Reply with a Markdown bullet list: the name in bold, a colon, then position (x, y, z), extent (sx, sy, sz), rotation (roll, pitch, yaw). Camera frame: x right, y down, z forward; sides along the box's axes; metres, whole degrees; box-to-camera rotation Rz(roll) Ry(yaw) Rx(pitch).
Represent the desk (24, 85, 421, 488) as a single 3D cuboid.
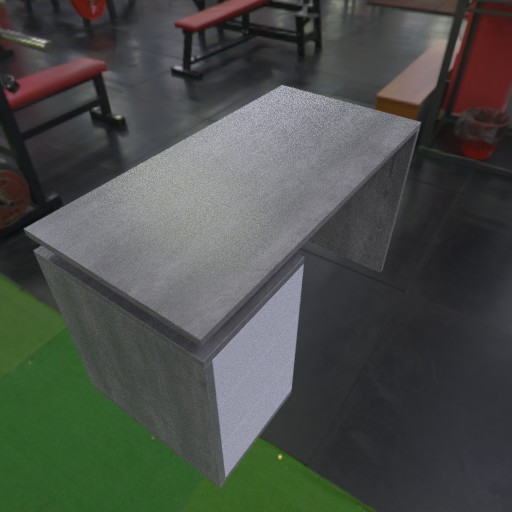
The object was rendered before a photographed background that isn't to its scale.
- **desk**: position (0.000, 0.000, 1.611), extent (0.600, 0.740, 1.200), rotation (26, 48, 26)
